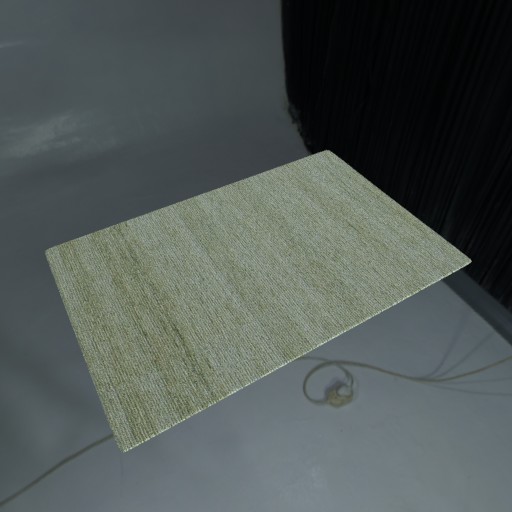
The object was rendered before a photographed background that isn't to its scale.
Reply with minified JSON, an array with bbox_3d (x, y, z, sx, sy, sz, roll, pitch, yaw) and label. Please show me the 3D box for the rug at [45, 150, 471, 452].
[{"bbox_3d":[0.000,0.000,2.164,1.758,0.010,1.143,-23,50,-21],"label":"rug"}]
